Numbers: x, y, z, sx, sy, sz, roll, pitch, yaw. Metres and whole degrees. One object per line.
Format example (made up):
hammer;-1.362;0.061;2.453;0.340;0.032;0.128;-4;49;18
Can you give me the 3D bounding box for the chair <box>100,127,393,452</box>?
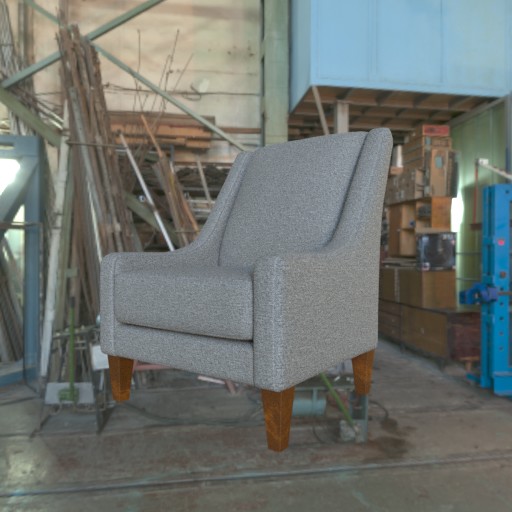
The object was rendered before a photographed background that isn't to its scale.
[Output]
chair;0.000;0.000;1.657;0.774;1.016;0.870;0;1;36
